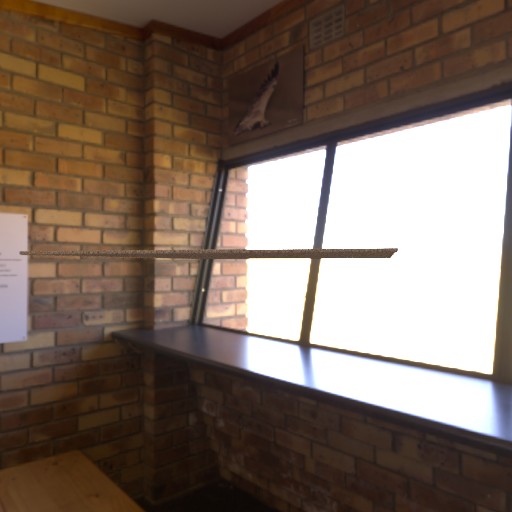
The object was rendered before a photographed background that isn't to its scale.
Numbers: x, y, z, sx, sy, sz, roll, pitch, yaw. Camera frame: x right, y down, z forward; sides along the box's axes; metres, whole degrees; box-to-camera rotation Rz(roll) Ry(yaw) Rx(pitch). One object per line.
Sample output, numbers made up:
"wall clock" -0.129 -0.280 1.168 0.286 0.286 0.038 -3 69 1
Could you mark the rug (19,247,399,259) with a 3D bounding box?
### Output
"rug" 0.000 0.000 4.047 2.400 0.025 3.000 0 -1 16
